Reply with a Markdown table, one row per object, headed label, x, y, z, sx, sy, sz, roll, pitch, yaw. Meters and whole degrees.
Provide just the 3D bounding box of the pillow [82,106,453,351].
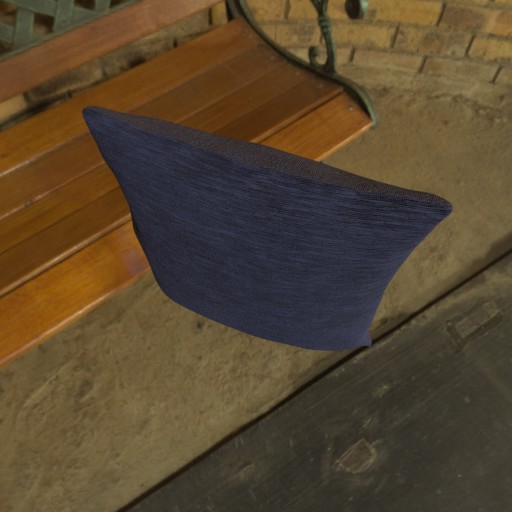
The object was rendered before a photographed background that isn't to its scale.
| label | x | y | z | sx | sy | sz | roll | pitch | yaw |
| --- | --- | --- | --- | --- | --- | --- | --- | --- | --- |
| pillow | 0.000 | 0.000 | 0.687 | 0.452 | 0.439 | 0.204 | 17 | 61 | 10 |
